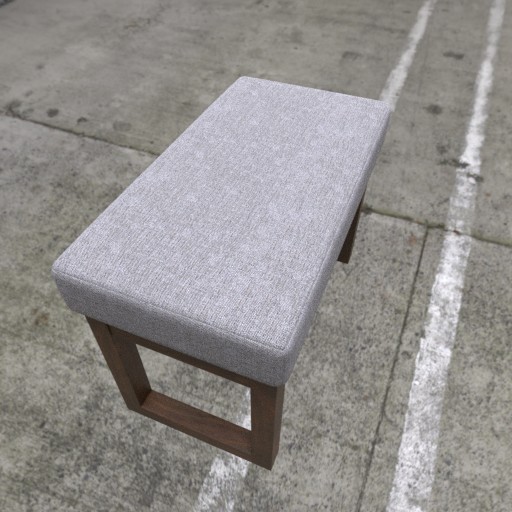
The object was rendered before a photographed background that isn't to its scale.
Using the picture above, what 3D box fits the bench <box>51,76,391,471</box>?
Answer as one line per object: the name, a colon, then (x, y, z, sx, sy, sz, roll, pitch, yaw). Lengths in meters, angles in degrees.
bench: (0.000, 0.000, 0.951, 0.366, 0.467, 0.681, 17, 48, 15)
